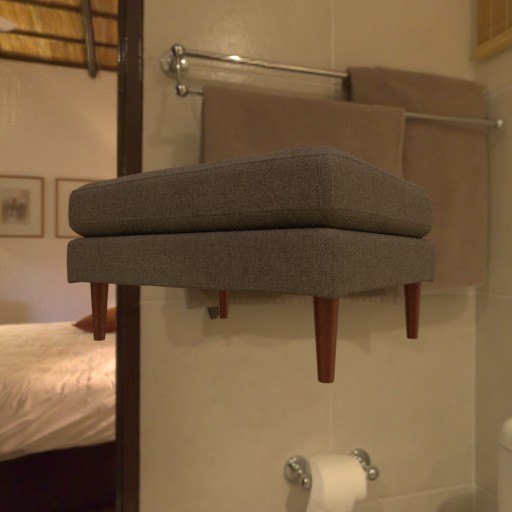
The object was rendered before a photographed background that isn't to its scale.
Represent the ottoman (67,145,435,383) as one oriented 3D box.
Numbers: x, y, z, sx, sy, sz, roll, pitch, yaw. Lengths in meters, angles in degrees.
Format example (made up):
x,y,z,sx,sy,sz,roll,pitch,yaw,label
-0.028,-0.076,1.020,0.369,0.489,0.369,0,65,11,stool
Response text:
x,y,z,sx,sy,sz,roll,pitch,yaw,label
0.000,0.000,1.267,0.821,0.474,0.693,0,0,36,ottoman
